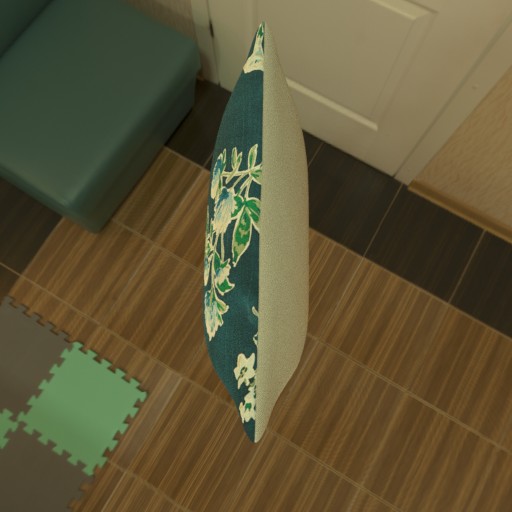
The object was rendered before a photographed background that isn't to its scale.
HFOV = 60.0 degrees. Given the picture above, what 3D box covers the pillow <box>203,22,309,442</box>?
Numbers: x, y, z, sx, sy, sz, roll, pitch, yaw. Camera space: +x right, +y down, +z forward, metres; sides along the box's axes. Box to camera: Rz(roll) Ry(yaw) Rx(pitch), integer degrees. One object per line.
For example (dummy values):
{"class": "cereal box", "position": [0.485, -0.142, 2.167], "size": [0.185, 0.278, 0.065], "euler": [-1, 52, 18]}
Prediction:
{"class": "pillow", "position": [0.000, 0.000, 0.771], "size": [0.166, 0.508, 0.525], "euler": [1, 76, 0]}
